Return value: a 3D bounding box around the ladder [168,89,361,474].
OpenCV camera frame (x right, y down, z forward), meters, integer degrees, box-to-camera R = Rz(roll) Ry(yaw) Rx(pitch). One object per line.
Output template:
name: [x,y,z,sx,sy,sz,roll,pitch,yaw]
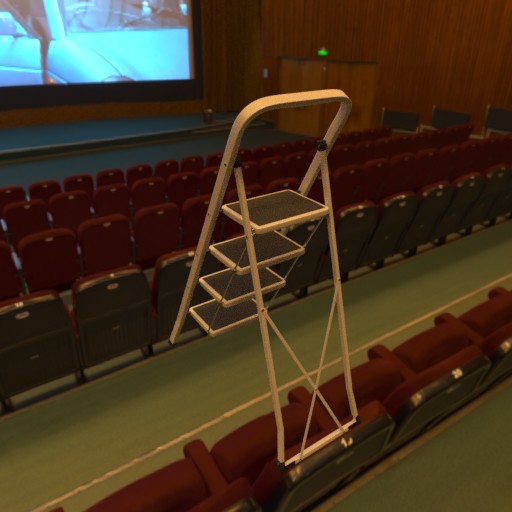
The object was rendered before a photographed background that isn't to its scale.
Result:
ladder: [0.000,0.000,1.728,0.460,1.265,0.914,-18,33,-30]
